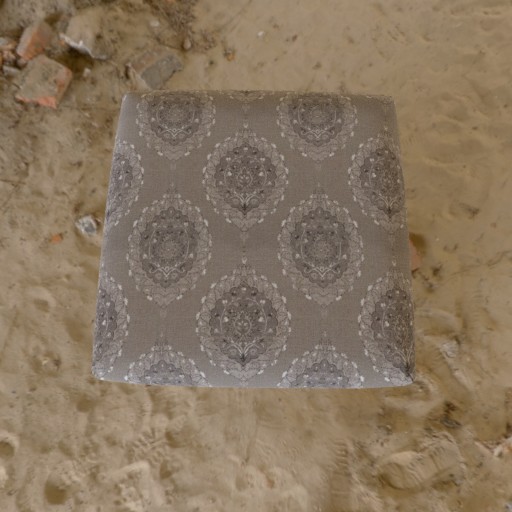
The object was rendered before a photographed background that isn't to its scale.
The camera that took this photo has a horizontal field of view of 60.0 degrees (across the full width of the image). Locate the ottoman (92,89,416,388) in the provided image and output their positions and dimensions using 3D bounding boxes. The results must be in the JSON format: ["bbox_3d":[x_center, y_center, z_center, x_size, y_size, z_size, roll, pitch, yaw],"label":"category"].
[{"bbox_3d":[0.000,0.000,0.901,0.497,0.473,0.507,1,75,0],"label":"ottoman"}]
